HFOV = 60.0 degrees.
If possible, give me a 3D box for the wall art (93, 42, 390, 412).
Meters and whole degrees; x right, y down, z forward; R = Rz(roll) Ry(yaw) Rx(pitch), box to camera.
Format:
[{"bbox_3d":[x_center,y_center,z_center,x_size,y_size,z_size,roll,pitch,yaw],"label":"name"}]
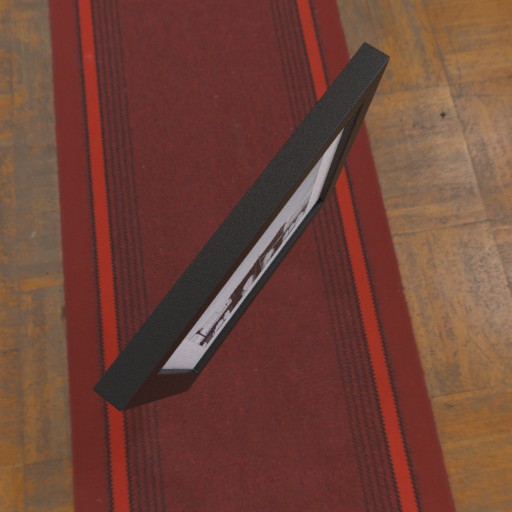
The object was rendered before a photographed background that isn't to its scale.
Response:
[{"bbox_3d":[0.000,0.000,0.528,0.028,0.330,0.380,35,78,8],"label":"wall art"}]
